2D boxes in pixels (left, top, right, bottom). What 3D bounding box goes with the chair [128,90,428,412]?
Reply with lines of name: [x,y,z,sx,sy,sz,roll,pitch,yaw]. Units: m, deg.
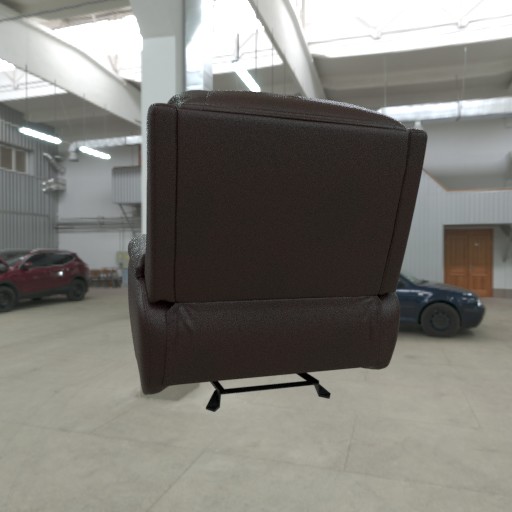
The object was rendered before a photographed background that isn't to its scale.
chair: [0.000,0.000,1.694,0.930,1.011,0.899,0,1,-18]
